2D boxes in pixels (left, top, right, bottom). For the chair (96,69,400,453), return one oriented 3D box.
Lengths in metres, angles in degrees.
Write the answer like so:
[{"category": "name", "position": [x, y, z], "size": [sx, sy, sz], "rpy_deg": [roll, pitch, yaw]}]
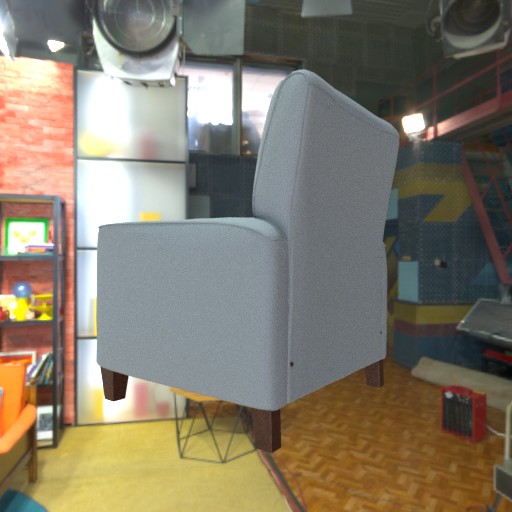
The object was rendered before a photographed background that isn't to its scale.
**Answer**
[{"category": "chair", "position": [0.000, 0.000, 1.627], "size": [0.846, 1.007, 0.853], "rpy_deg": [0, 0, 37]}]
